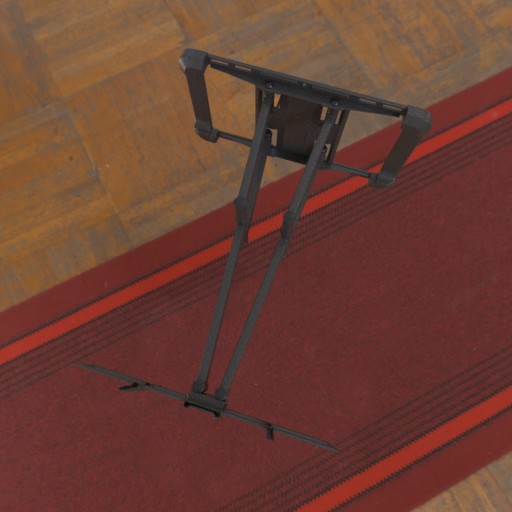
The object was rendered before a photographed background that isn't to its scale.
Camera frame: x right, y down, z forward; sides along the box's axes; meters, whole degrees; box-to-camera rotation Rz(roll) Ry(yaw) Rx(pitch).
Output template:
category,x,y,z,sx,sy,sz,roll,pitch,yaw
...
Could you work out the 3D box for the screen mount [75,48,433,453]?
category,x,y,z,sx,sy,sz,roll,pitch,yaw
screen mount,0.000,0.000,1.310,0.725,0.483,0.905,17,75,5
